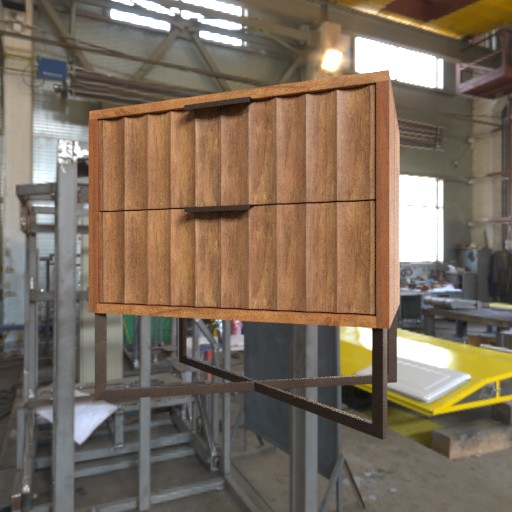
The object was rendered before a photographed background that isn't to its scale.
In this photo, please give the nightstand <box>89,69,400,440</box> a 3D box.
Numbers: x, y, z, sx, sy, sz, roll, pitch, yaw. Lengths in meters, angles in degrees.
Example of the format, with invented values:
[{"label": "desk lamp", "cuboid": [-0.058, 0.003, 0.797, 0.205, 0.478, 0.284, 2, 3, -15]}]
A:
[{"label": "nightstand", "cuboid": [0.000, 0.000, 1.021, 0.613, 0.615, 0.427, 0, 0, 20]}]
